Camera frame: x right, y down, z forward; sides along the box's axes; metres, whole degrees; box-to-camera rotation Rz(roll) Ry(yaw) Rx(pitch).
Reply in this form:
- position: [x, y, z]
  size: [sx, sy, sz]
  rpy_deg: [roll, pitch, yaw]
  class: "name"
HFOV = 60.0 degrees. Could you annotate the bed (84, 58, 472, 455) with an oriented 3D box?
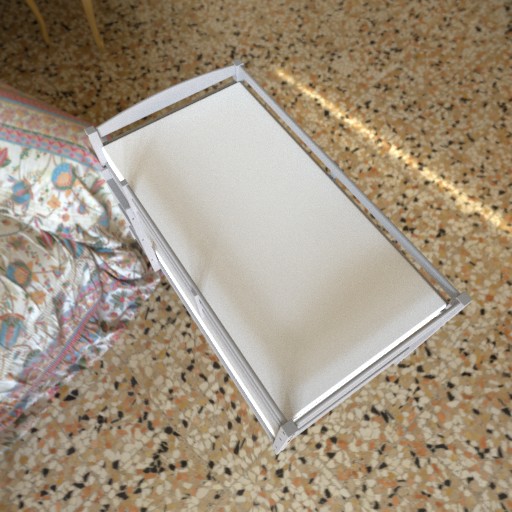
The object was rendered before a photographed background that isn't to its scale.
- position: [0.000, 0.000, 2.821]
  size: [1.105, 1.206, 2.013]
  rpy_deg: [-31, 67, -15]
  class: "bed"
